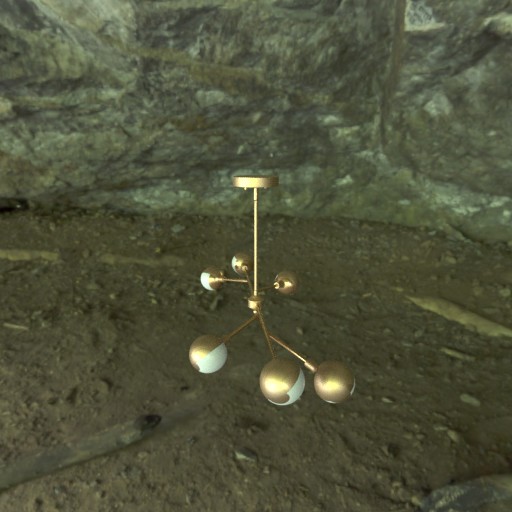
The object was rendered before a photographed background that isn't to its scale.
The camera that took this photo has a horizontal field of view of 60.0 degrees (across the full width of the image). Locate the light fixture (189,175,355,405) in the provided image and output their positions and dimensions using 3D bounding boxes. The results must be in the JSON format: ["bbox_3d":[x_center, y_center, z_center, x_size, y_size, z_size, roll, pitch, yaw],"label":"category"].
[{"bbox_3d":[0.000,0.000,1.021,0.434,0.362,0.778,2,14,9],"label":"light fixture"}]
